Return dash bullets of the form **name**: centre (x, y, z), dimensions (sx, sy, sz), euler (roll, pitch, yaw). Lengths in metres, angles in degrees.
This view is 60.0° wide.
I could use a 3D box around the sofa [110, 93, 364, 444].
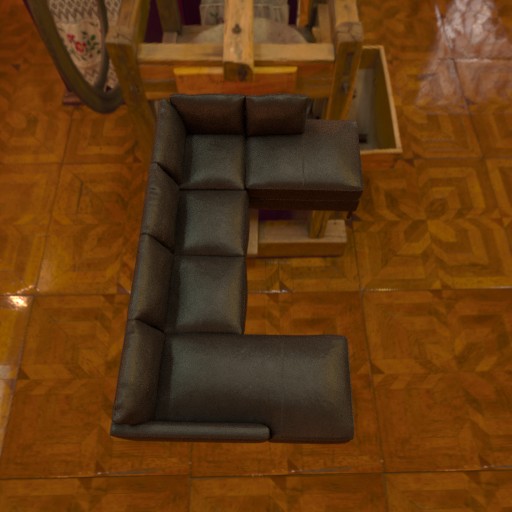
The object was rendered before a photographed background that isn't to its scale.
- **sofa**: centre (0.000, 0.000, 3.796), dimensions (1.939, 0.900, 2.956), euler (1, 64, 0)
